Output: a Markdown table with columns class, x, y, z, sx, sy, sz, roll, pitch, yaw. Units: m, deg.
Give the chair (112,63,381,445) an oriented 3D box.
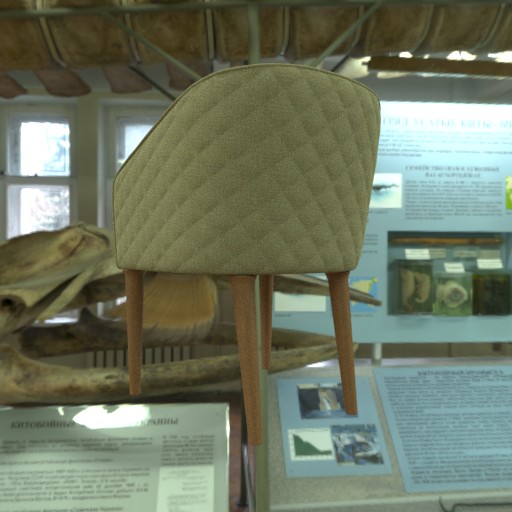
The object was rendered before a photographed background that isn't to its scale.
| class | x | y | z | sx | sy | sz | roll | pitch | yaw |
| --- | --- | --- | --- | --- | --- | --- | --- | --- | --- |
| chair | 0.000 | 0.000 | 1.173 | 0.584 | 0.775 | 0.616 | 0 | 1 | -36 |
